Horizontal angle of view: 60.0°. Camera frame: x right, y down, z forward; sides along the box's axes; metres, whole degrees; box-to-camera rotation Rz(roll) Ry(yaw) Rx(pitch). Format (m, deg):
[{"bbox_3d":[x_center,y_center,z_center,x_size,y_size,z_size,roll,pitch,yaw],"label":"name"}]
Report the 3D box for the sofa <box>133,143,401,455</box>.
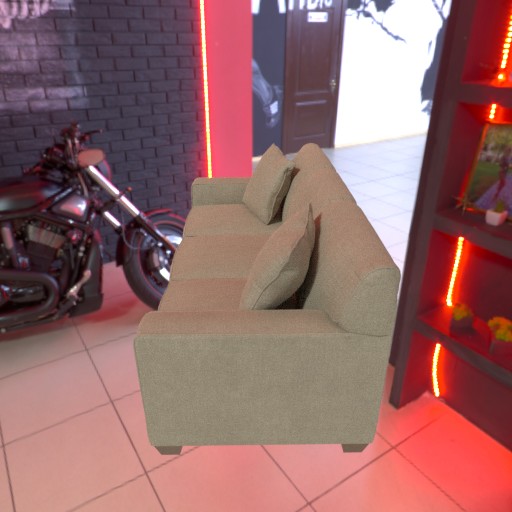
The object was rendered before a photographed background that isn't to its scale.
[{"bbox_3d":[0.000,0.000,2.568,0.997,0.958,2.024,0,26,-1],"label":"sofa"}]
